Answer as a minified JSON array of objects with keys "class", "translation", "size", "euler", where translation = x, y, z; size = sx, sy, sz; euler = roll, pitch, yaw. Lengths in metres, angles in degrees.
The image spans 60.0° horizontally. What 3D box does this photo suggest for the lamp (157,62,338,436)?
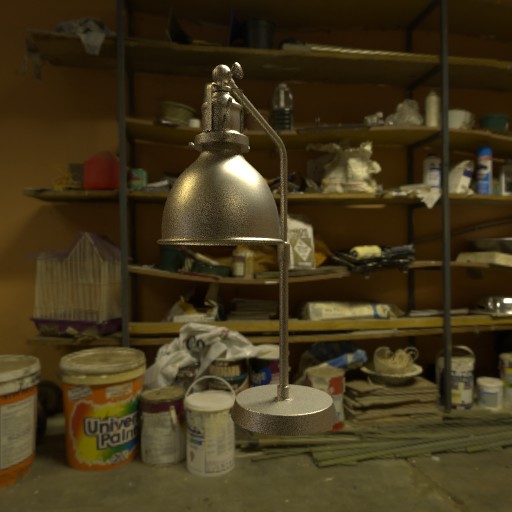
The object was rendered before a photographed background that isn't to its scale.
[{"class":"lamp","translation":[0.000,0.000,0.585],"size":[0.153,0.456,0.286],"euler":[0,0,37]}]
